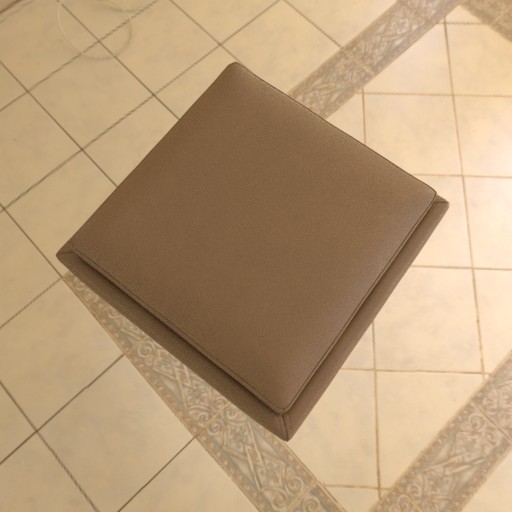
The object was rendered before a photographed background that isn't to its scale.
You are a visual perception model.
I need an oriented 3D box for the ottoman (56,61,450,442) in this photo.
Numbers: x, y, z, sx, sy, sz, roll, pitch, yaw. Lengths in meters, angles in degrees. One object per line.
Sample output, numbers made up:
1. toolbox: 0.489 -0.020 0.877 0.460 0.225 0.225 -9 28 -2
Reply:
1. ottoman: 0.000 0.000 0.822 0.450 0.460 0.451 36 77 9
